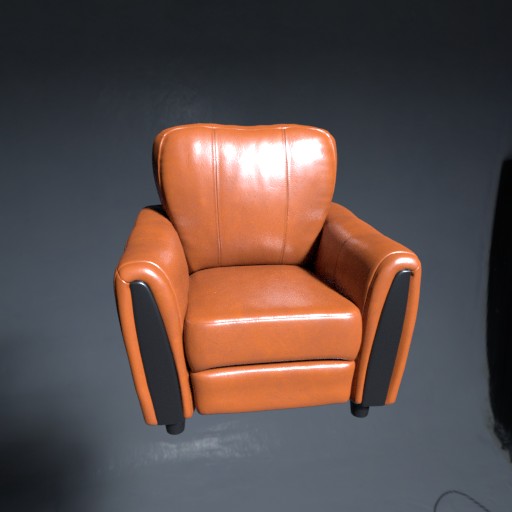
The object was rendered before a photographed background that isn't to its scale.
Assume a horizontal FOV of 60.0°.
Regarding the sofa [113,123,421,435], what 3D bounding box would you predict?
[{"bbox_3d":[0.000,0.000,1.494,0.836,0.876,0.789,-2,14,-8],"label":"sofa"}]
